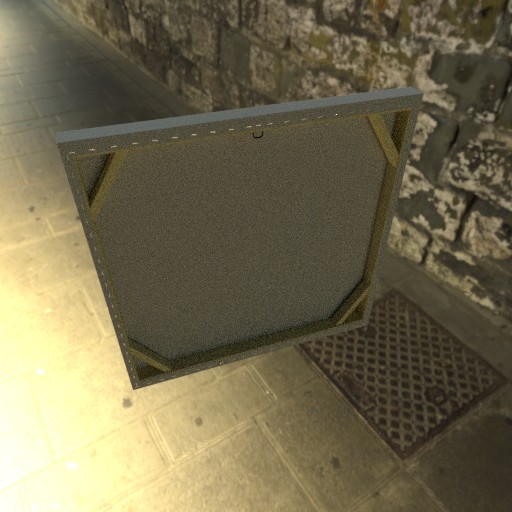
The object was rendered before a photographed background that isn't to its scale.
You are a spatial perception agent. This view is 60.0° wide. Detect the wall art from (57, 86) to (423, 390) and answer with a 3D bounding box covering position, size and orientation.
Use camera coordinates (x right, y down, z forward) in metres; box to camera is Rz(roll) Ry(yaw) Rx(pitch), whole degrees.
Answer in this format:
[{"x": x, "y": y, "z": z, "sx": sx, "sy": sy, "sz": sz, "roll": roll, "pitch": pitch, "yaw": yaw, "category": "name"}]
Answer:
[{"x": 0.000, "y": 0.000, "z": 0.913, "sx": 0.610, "sy": 0.610, "sz": 0.038, "roll": -12, "pitch": 41, "yaw": -14, "category": "wall art"}]
